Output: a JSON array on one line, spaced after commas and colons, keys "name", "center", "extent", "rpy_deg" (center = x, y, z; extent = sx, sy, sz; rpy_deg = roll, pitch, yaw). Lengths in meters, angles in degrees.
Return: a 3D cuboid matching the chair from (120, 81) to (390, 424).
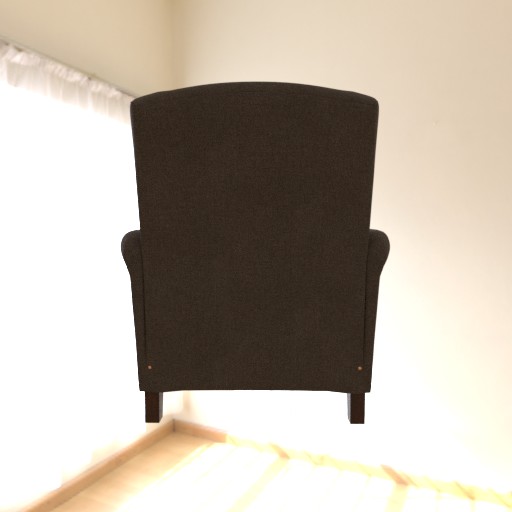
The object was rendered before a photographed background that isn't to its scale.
[{"name": "chair", "center": [0.000, 0.000, 1.744], "extent": [0.978, 1.061, 0.905], "rpy_deg": [0, 2, 1]}]
